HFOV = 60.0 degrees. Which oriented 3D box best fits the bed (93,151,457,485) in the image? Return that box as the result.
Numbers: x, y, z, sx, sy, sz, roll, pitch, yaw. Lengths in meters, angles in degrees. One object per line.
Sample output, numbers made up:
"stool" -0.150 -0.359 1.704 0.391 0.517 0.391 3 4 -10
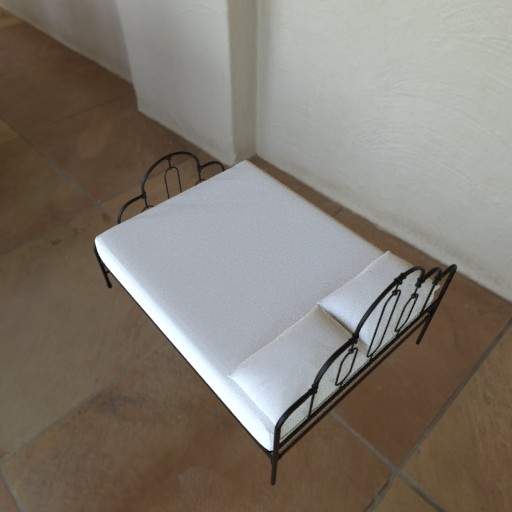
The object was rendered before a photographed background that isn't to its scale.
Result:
"bed" 0.000 0.000 3.237 1.626 1.444 2.181 -33 55 -27
